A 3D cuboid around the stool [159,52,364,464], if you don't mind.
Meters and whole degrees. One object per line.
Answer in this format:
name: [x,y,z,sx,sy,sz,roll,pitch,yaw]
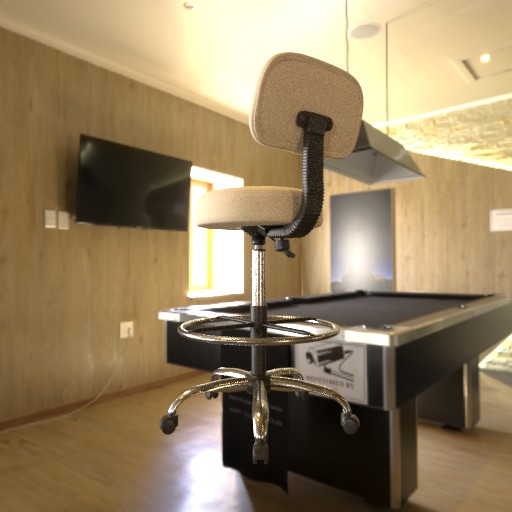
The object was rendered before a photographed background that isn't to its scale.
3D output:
stool: [0.000,0.000,1.459,0.609,1.080,0.616,0,-1,-36]
